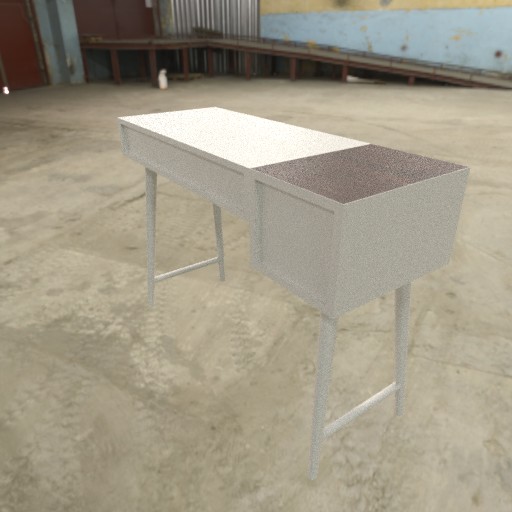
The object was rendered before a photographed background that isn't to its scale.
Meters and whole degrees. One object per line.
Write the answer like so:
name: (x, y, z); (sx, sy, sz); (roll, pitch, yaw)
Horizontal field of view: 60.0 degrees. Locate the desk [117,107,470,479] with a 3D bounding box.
desk: (0.000, 0.000, 1.431); (0.409, 0.761, 1.069); (-18, 32, -32)
